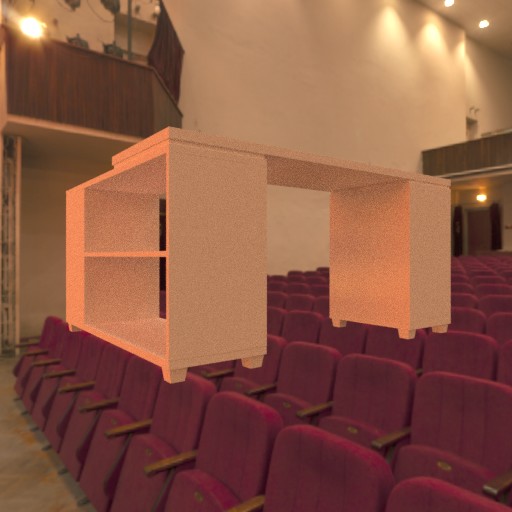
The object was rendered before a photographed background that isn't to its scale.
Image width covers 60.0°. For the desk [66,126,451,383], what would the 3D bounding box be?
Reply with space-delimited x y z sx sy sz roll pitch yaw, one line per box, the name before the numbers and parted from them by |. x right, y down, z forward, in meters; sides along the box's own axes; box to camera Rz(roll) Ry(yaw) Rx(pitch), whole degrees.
desk | 0.000 0.000 2.234 1.524 0.759 1.199 0 0 -37
